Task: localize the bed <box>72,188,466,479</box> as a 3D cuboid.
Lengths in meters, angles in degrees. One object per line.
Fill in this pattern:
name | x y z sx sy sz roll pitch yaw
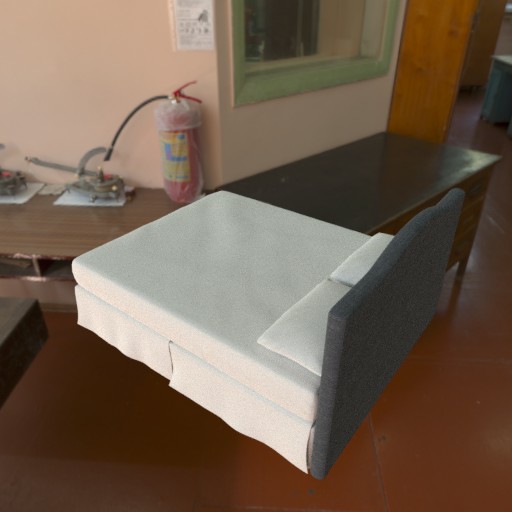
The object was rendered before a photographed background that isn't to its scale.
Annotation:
bed | 0.000 0.000 3.872 2.689 1.457 2.161 22 37 32
